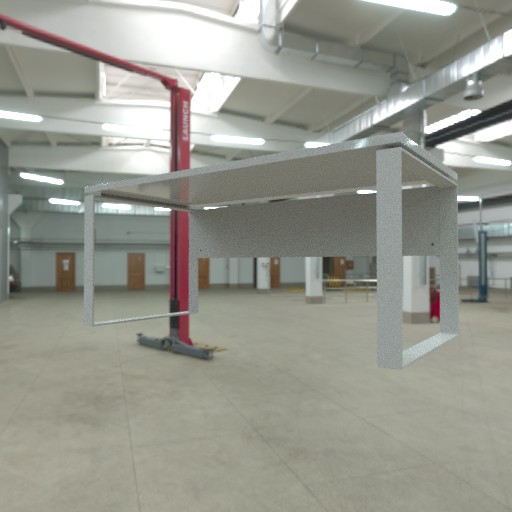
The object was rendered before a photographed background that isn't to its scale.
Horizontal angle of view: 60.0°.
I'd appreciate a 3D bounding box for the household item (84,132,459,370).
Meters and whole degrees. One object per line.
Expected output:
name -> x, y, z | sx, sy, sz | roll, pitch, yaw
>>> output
household item -> 0.000, 0.000, 2.201 | 1.700, 0.745, 0.800 | -1, -1, 36
